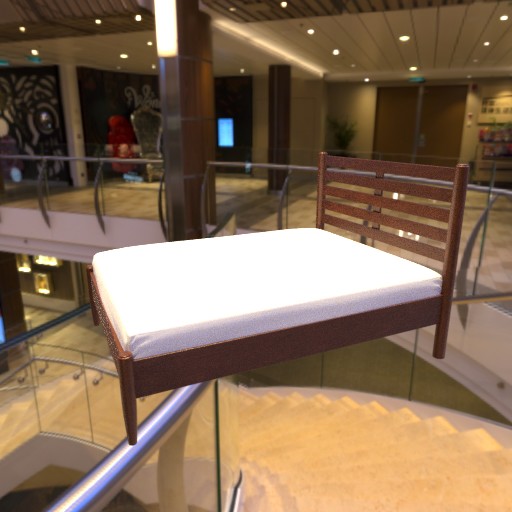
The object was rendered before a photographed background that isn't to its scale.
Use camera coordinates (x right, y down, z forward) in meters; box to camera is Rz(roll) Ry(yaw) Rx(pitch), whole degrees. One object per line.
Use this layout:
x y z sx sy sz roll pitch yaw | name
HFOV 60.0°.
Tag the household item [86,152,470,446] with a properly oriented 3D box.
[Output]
0.000 0.000 3.235 2.232 1.356 1.663 -8 18 -24 | household item
